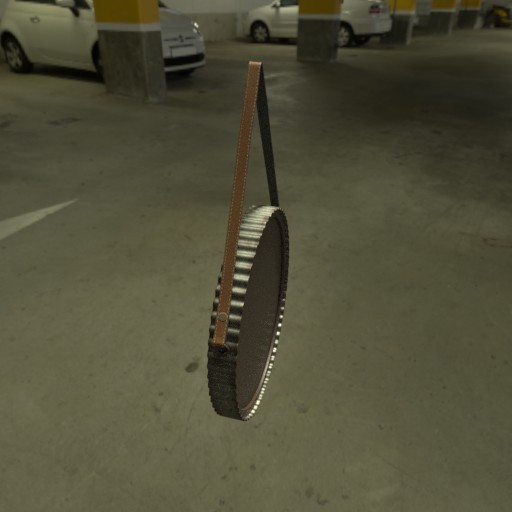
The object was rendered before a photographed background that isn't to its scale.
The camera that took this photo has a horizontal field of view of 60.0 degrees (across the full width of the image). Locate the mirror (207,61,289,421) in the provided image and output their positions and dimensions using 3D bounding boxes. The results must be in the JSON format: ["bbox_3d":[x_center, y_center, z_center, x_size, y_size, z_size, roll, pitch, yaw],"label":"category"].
[{"bbox_3d":[0.000,0.000,0.703,0.042,0.568,0.355,8,31,13],"label":"mirror"}]
